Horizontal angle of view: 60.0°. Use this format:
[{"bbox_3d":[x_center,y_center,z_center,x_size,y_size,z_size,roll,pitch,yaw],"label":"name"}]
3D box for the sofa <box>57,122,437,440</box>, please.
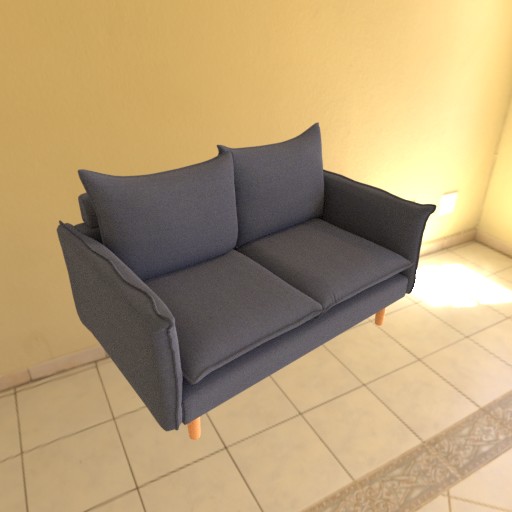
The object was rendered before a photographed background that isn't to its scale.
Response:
[{"bbox_3d":[0.000,0.000,1.827,1.300,0.840,0.820,-21,36,-33],"label":"sofa"}]
